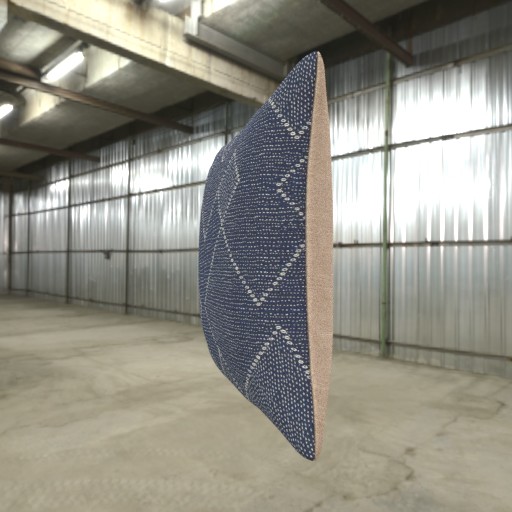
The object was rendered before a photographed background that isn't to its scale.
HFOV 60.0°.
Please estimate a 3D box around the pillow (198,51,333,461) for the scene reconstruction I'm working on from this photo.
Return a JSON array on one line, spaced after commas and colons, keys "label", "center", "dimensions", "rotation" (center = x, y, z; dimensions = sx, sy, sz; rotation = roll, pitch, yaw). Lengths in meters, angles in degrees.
[{"label": "pillow", "center": [0.000, 0.000, 0.664], "dimensions": [0.148, 0.428, 0.435], "rotation": [0, -1, -17]}]
